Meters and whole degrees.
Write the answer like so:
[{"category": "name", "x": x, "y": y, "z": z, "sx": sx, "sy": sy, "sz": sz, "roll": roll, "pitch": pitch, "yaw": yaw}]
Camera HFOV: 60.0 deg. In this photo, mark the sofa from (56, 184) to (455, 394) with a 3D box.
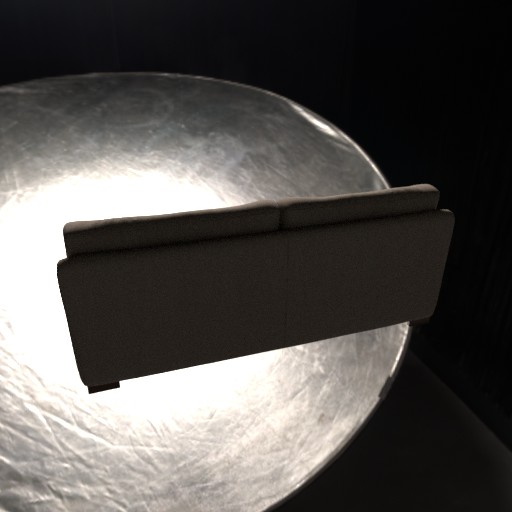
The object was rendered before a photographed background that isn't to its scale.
[{"category": "sofa", "x": 0.000, "y": 0.000, "z": 2.982, "sx": 2.354, "sy": 0.980, "sz": 0.962, "roll": -8, "pitch": 27, "yaw": -16}]
